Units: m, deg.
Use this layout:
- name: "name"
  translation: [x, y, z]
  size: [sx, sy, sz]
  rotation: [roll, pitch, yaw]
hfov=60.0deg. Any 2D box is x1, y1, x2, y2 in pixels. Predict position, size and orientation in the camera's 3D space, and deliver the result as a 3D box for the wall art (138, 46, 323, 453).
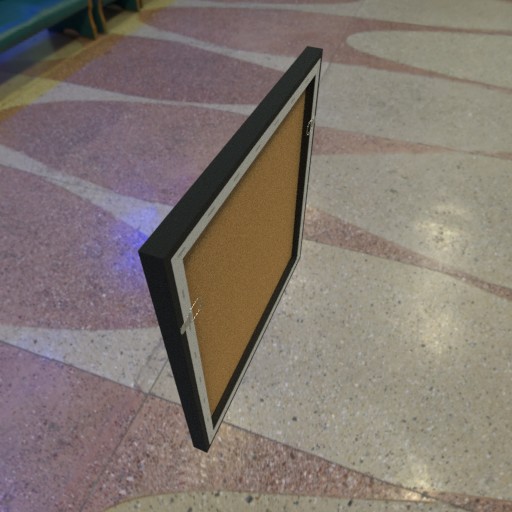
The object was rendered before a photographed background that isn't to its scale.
- name: "wall art"
  translation: [0.000, 0.000, 1.132]
  size: [0.044, 0.758, 0.758]
  rotation: [17, 50, 15]
